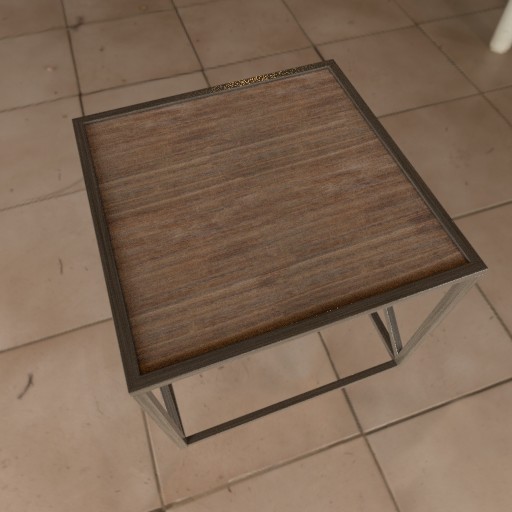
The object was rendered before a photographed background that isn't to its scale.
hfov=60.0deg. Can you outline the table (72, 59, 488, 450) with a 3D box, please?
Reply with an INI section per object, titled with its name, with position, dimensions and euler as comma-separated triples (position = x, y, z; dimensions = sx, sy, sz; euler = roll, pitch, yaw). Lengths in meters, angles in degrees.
[table]
position = 0.000, 0.000, 1.054
dimensions = 0.609, 0.507, 0.611
euler = -17, 60, -10
